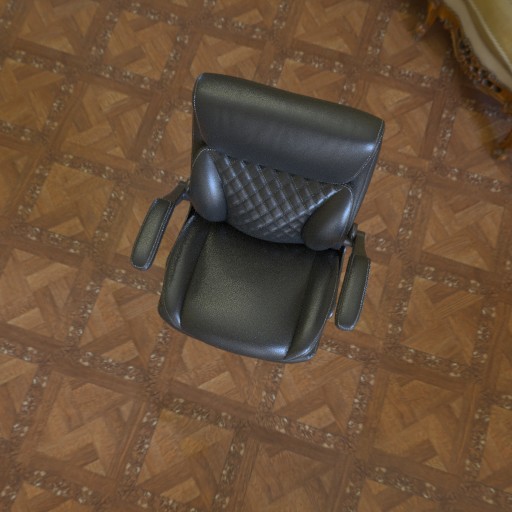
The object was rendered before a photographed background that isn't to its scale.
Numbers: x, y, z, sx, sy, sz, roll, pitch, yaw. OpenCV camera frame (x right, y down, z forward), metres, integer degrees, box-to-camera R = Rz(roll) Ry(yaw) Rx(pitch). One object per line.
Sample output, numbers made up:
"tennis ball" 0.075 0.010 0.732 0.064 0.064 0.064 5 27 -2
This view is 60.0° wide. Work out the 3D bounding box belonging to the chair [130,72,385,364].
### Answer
"chair" 0.000 0.000 1.649 0.782 1.110 0.724 16 77 4
